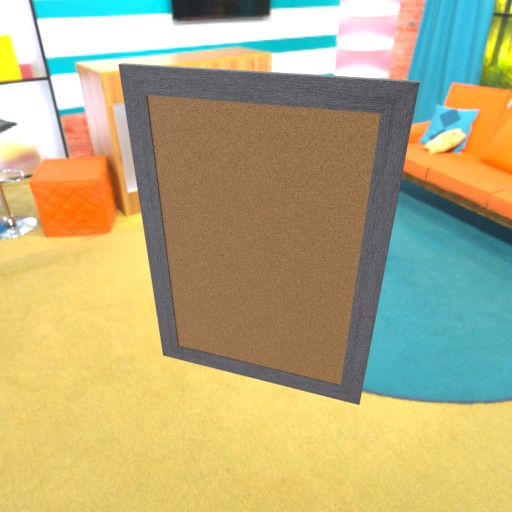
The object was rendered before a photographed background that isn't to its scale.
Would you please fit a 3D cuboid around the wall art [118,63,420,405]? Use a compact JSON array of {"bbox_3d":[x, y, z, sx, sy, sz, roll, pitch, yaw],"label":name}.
[{"bbox_3d":[0.000,0.000,1.375,0.768,1.070,0.020,10,34,15],"label":"wall art"}]
